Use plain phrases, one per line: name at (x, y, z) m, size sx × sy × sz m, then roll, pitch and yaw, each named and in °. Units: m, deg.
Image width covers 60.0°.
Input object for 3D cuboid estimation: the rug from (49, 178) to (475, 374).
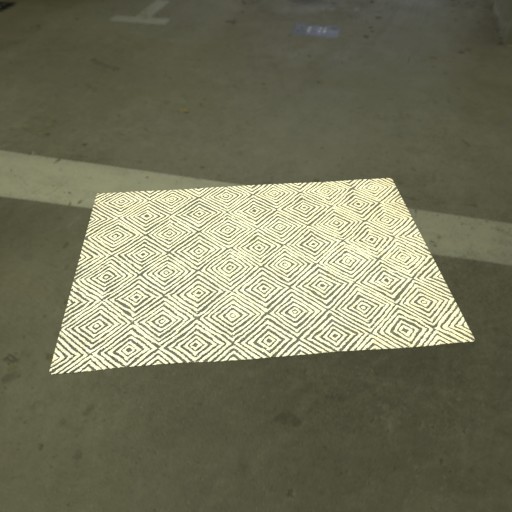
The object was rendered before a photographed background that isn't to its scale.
rug at (0.000, 0.000, 2.216) m, size 1.750 × 0.004 × 1.177 m, roll -4°, pitch 46°, yaw -4°
